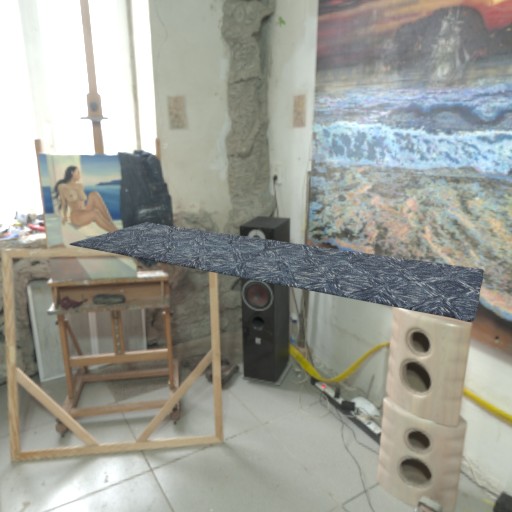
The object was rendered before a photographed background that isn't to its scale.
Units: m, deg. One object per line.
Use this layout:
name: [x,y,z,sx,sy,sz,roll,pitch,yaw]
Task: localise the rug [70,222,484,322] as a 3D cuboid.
rug: [0.000,0.000,2.527,2.306,0.013,0.719,9,19,28]
